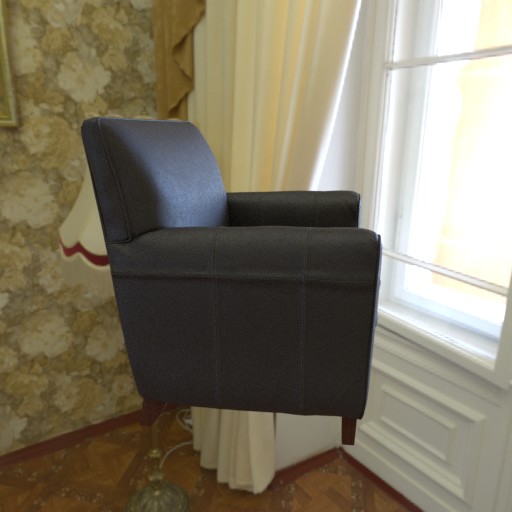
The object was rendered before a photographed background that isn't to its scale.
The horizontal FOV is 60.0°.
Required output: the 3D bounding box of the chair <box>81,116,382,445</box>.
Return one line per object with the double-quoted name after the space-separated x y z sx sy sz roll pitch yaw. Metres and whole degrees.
0.000 0.000 1.594 0.825 0.943 0.870 2 16 8 "chair"
